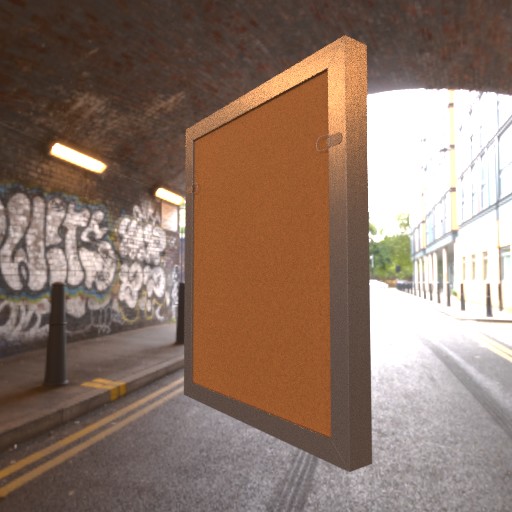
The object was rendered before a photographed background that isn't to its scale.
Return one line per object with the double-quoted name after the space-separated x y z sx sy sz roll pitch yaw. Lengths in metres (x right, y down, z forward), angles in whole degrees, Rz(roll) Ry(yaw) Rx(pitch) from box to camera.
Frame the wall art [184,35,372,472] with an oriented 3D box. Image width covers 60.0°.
0.000 0.000 0.516 0.030 0.379 0.308 2 -4 -36 "wall art"
